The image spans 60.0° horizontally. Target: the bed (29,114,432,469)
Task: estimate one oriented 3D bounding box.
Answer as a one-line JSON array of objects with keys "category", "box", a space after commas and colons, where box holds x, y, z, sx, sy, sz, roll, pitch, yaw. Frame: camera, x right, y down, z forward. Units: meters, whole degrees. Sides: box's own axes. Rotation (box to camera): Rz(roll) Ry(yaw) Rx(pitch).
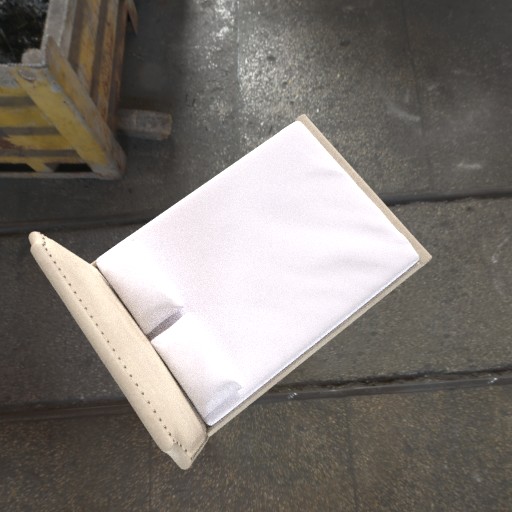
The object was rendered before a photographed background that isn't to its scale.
[{"category": "bed", "box": [0.000, 0.000, 3.356, 2.372, 1.443, 1.712, -36, 78, -9]}]
